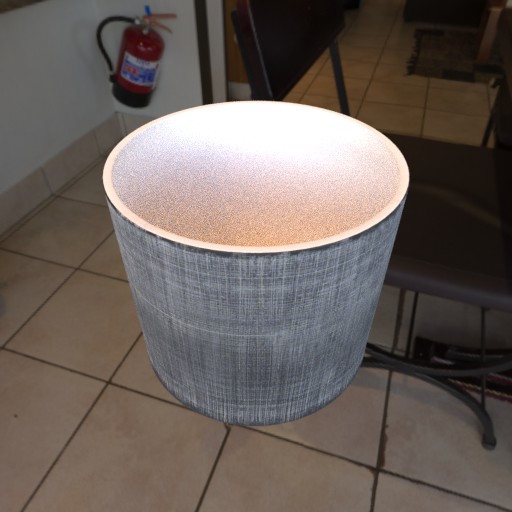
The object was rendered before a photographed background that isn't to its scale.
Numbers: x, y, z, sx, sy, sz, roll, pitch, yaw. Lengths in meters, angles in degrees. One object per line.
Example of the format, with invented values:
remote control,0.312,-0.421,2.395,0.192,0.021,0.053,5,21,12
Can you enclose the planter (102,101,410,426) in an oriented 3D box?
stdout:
planter,0.000,0.000,0.450,0.254,0.221,0.254,0,40,0
